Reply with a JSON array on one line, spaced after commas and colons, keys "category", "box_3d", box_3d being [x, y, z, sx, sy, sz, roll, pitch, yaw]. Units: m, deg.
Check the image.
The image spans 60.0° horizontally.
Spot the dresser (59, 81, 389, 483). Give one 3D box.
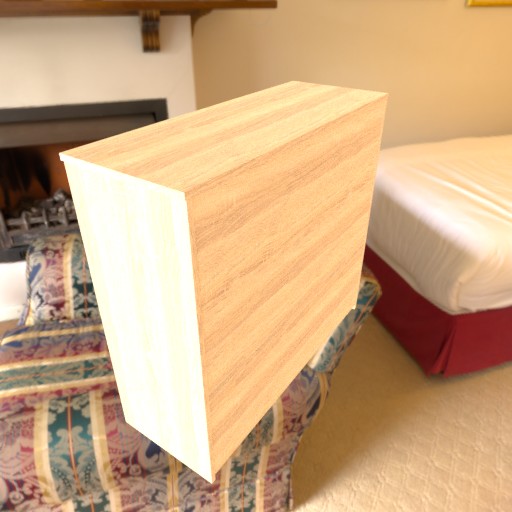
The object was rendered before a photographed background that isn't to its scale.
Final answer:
[{"category": "dresser", "box_3d": [0.000, 0.000, 1.452, 0.380, 0.900, 0.980, 20, 37, 29]}]
